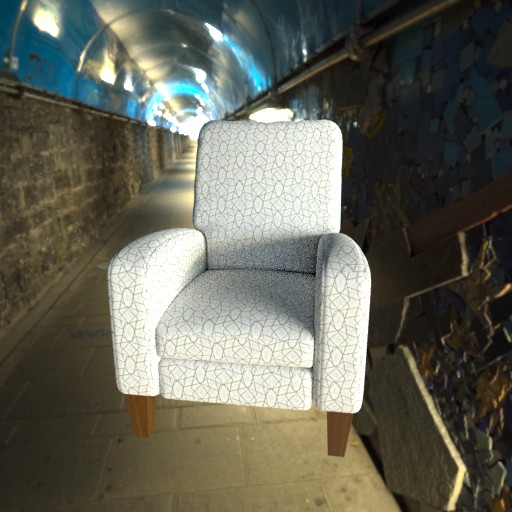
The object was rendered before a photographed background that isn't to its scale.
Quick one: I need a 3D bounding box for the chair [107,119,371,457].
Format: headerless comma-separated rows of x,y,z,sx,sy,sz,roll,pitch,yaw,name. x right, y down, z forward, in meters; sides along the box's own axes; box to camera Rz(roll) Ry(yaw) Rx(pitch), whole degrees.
0.000,0.000,1.769,0.796,1.064,0.995,2,15,8,chair
